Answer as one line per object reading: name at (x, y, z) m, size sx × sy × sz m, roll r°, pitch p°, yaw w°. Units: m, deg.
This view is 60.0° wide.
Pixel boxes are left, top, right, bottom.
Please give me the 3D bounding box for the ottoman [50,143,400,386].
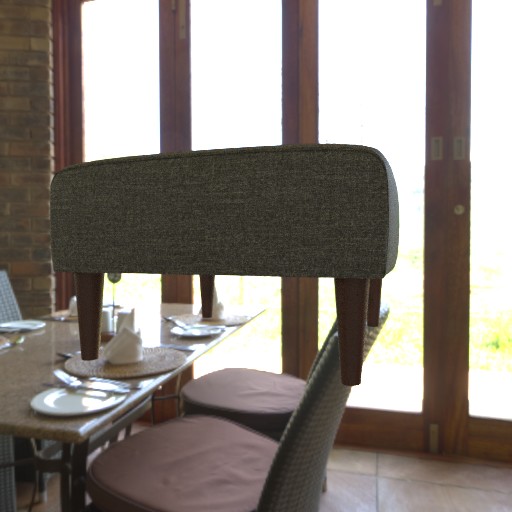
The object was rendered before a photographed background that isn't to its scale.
ottoman at (0.000, 0.000, 1.052) m, size 0.648 × 0.399 × 0.655 m, roll 0°, pitch 1°, yaw 18°
